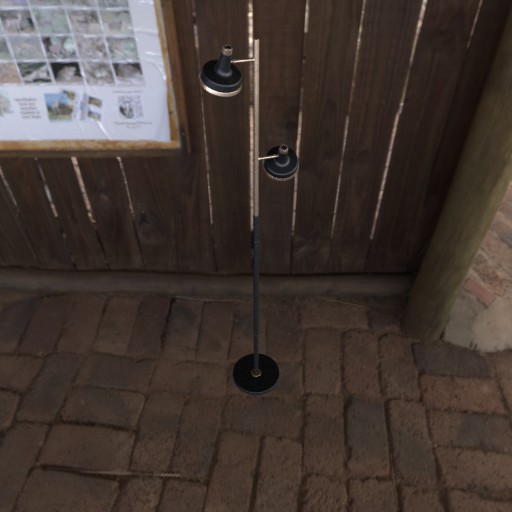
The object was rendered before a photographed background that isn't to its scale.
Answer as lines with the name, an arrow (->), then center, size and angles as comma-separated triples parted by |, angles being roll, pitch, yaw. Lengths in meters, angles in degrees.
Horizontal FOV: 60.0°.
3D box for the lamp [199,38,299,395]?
lamp -> 0.000, 0.000, 1.847 | 0.351, 1.674, 0.253 | -11, 42, -13
